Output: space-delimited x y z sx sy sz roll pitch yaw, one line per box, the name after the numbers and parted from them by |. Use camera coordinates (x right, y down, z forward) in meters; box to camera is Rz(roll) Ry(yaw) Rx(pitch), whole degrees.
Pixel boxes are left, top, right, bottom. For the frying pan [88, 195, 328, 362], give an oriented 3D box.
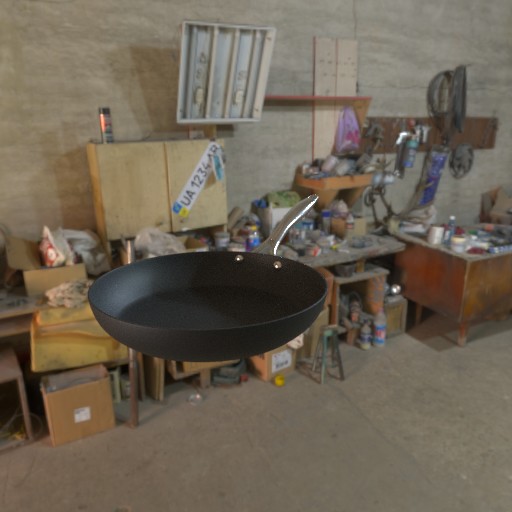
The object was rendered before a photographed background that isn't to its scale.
0.000 0.000 0.581 0.255 0.105 0.472 8 17 26 | frying pan
